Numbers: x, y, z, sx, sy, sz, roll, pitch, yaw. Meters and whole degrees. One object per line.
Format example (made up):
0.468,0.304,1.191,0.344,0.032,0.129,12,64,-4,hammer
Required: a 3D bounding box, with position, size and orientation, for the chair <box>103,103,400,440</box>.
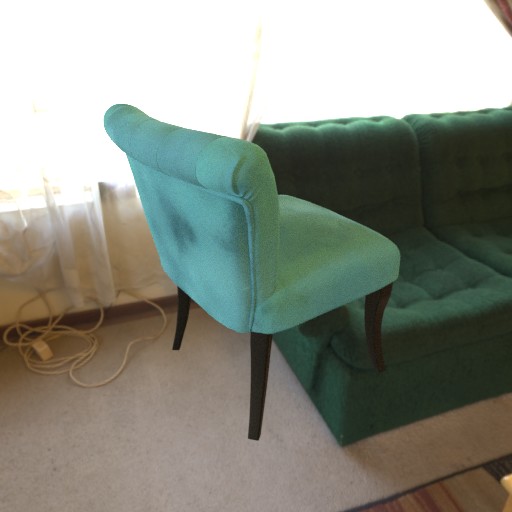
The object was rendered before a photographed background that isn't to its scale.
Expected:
0.000,0.000,1.167,0.605,0.750,0.582,-18,32,-32,chair
